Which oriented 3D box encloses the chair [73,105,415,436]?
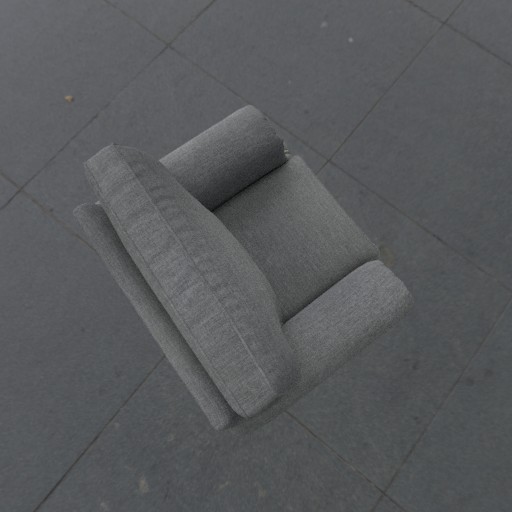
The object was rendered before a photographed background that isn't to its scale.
[{"bbox_3d":[0.000,0.000,1.828,0.965,0.961,1.092,-35,78,-9],"label":"chair"}]
